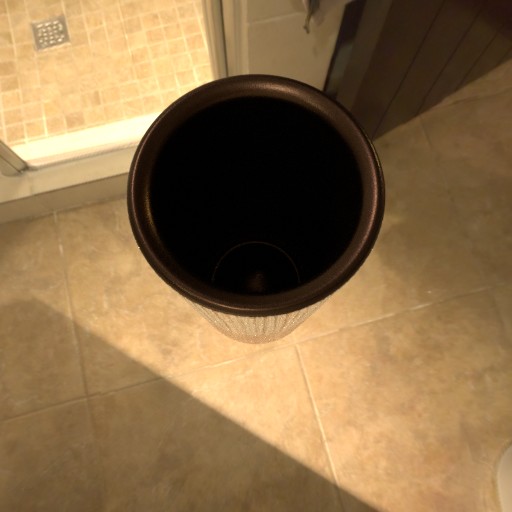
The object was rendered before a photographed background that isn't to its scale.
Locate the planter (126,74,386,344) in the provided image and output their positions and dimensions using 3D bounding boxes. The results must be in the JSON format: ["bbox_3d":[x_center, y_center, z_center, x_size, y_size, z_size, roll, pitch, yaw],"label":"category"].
[{"bbox_3d":[0.000,0.000,0.278,0.100,0.227,0.100,37,79,8],"label":"planter"}]
